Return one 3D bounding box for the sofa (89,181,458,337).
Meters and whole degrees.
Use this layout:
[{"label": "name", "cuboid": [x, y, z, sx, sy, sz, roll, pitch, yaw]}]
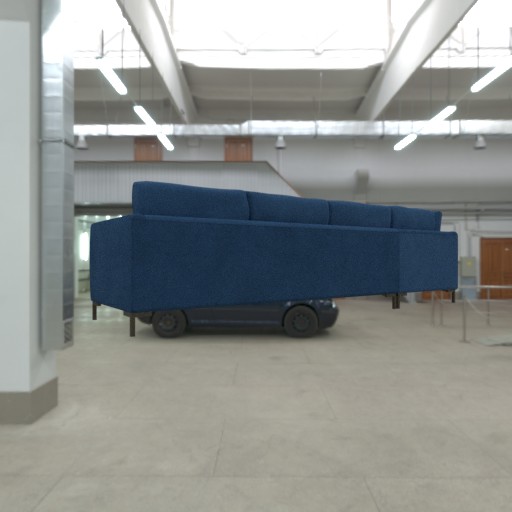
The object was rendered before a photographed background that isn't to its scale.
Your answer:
[{"label": "sofa", "cuboid": [0.000, 0.000, 3.837, 2.949, 0.815, 2.007, 0, 0, -35]}]
